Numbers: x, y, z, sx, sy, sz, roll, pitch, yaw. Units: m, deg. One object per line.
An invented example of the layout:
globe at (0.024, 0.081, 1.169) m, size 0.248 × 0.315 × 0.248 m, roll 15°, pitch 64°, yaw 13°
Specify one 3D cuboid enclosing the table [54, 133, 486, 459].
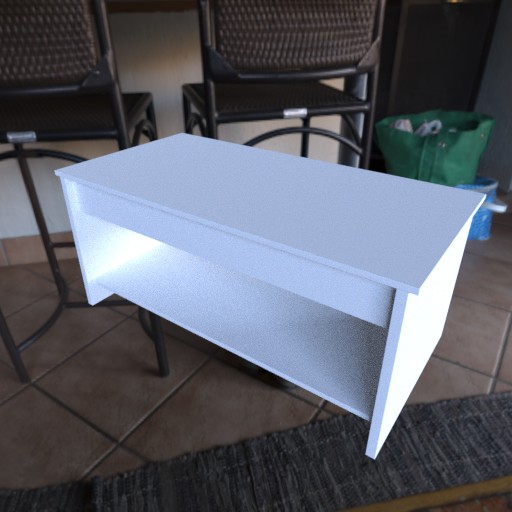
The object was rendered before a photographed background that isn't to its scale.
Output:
table at (0.000, 0.000, 1.247) m, size 1.000 × 0.441 × 0.500 m, roll 19°, pitch 35°, yaw 30°
